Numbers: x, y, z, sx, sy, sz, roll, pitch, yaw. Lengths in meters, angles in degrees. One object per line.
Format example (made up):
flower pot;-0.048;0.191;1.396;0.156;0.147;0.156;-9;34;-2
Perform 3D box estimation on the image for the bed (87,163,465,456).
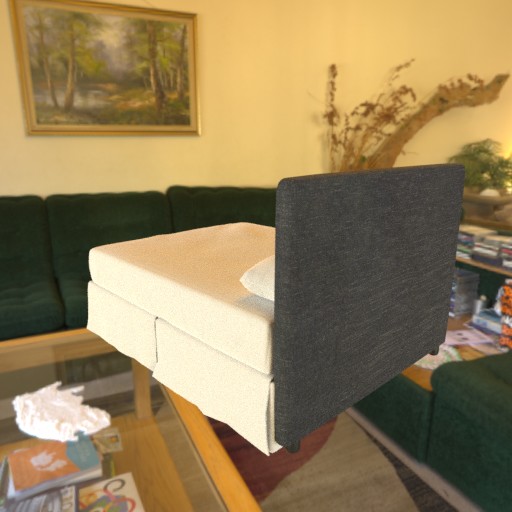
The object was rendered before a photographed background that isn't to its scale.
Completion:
bed;0.000;0.000;3.160;1.723;1.330;2.142;-13;20;-41
